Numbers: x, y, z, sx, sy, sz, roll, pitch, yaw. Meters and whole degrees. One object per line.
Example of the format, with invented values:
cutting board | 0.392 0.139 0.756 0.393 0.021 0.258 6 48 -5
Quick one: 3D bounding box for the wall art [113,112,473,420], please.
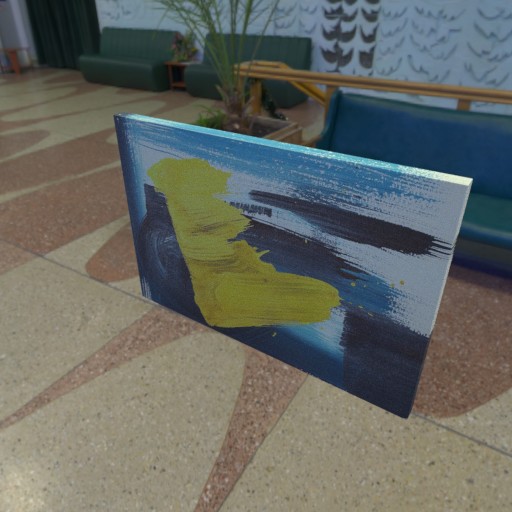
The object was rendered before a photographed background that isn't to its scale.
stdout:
wall art | 0.000 0.000 1.157 0.914 0.610 0.039 19 36 29
